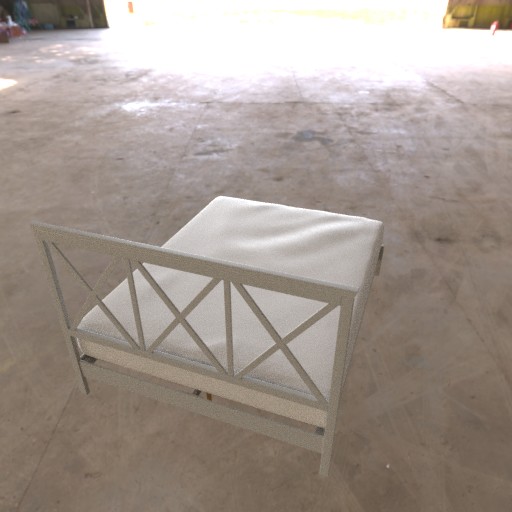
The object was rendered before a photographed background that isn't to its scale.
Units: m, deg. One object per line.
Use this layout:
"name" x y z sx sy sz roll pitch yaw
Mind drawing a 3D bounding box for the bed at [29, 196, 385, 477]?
"bed" 0.000 0.000 3.186 1.673 1.253 2.135 11 33 18
